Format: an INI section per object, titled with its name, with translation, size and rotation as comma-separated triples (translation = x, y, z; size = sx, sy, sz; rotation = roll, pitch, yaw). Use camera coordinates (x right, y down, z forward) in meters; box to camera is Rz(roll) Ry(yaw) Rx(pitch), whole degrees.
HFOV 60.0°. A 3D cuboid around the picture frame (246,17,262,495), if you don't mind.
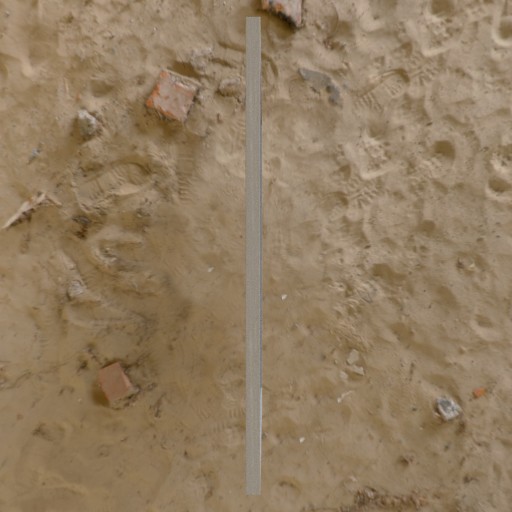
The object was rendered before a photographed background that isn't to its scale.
[picture frame]
translation = 0.000, 0.000, 1.200
size = 0.029, 0.640, 0.950
rotation = 0, 90, 1
